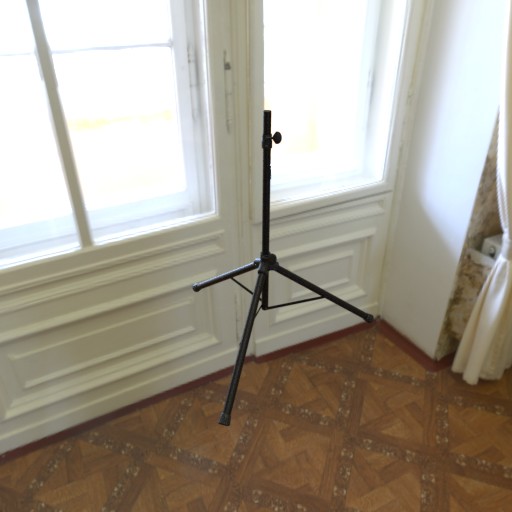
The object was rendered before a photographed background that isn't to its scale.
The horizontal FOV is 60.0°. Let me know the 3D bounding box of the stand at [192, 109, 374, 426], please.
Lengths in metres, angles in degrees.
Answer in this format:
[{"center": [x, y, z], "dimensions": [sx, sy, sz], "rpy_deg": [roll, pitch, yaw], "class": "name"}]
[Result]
[{"center": [0.000, 0.000, 1.882], "dimensions": [1.045, 1.136, 0.907], "rpy_deg": [10, 33, 15], "class": "stand"}]
